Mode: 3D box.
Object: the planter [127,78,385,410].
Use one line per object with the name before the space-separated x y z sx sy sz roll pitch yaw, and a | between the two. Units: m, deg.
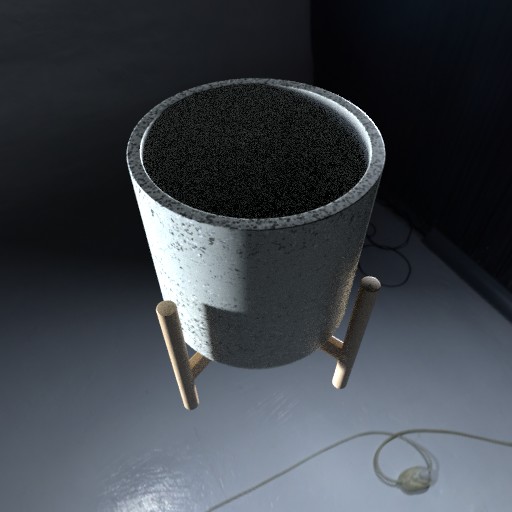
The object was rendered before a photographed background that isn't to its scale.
planter | 0.000 0.000 0.686 0.360 0.419 0.360 -24 53 -20
